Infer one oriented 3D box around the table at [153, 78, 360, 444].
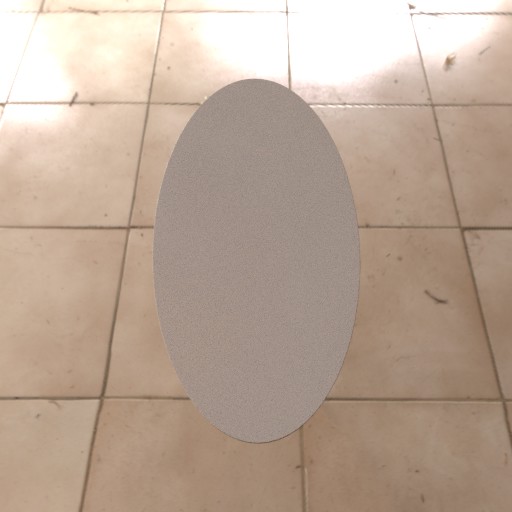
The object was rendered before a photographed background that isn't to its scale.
[{"bbox_3d":[0.000,0.000,1.354,0.542,0.390,1.083,-1,63,0],"label":"table"}]
